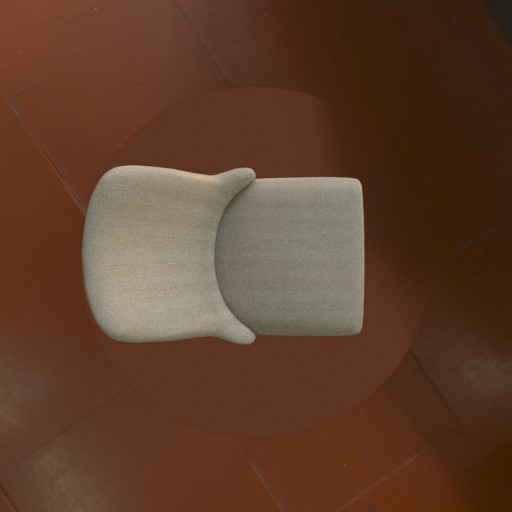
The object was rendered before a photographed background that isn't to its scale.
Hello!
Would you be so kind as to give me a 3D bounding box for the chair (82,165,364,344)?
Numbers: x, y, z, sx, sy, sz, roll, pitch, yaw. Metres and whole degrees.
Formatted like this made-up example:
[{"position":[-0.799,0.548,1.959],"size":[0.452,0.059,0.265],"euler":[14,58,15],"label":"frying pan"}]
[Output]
[{"position":[0.000,0.000,1.317],"size":[0.684,0.917,0.526],"euler":[0,89,0],"label":"chair"}]
